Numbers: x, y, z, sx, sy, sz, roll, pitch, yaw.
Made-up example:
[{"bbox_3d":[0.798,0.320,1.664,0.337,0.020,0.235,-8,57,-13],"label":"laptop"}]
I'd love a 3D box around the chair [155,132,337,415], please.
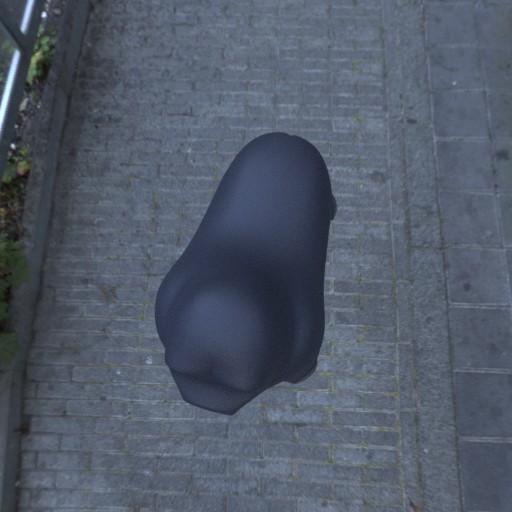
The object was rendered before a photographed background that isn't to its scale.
[{"bbox_3d":[0.000,0.000,1.119,0.490,0.600,0.758,15,74,4],"label":"chair"}]
